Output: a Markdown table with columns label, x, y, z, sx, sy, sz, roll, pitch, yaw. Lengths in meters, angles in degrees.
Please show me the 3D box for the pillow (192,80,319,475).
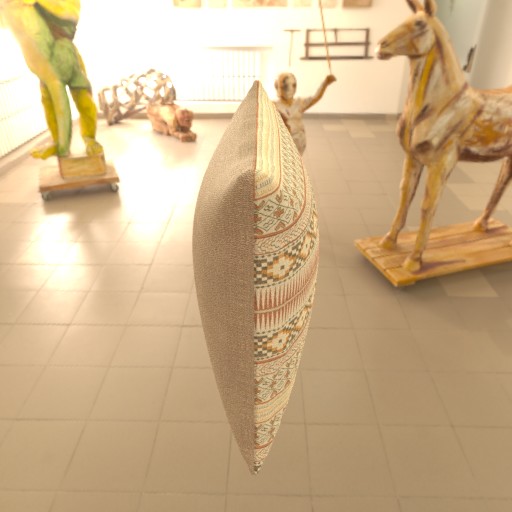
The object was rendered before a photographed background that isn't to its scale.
| label | x | y | z | sx | sy | sz | roll | pitch | yaw |
| --- | --- | --- | --- | --- | --- | --- | --- | --- | --- |
| pillow | 0.000 | 0.000 | 0.802 | 0.215 | 0.519 | 0.521 | 0 | 31 | 0 |
